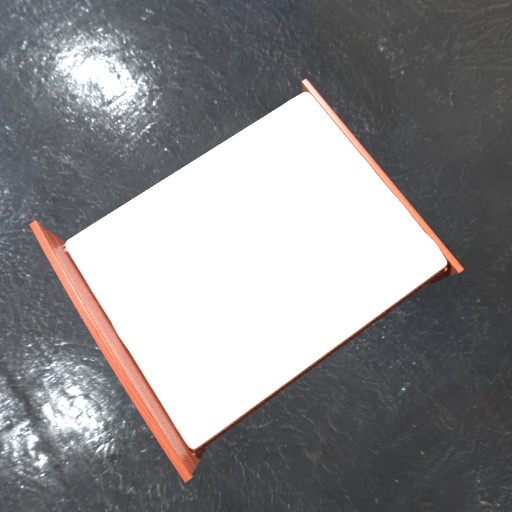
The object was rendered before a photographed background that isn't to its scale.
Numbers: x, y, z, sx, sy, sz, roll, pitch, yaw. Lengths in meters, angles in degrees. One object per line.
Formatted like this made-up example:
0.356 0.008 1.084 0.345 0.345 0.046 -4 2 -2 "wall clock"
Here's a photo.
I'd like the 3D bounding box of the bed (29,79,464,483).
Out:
0.000 0.000 2.908 2.053 0.848 1.683 -34 79 -8 "bed"
